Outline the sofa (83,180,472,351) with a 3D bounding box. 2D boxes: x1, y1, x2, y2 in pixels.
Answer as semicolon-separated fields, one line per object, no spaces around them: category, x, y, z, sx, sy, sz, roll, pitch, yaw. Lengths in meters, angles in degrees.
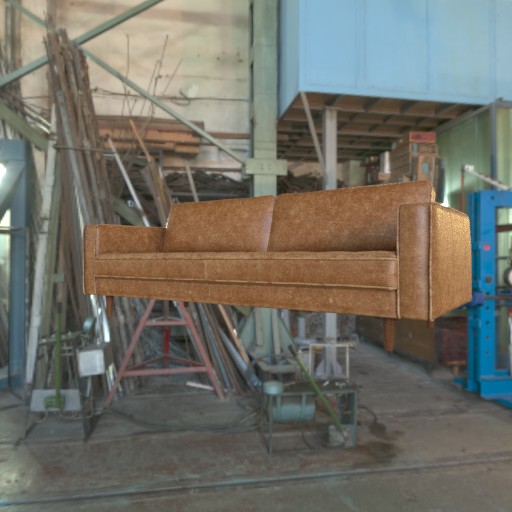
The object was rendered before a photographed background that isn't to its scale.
sofa;0.000;0.000;2.601;2.199;0.779;0.886;0;0;35
